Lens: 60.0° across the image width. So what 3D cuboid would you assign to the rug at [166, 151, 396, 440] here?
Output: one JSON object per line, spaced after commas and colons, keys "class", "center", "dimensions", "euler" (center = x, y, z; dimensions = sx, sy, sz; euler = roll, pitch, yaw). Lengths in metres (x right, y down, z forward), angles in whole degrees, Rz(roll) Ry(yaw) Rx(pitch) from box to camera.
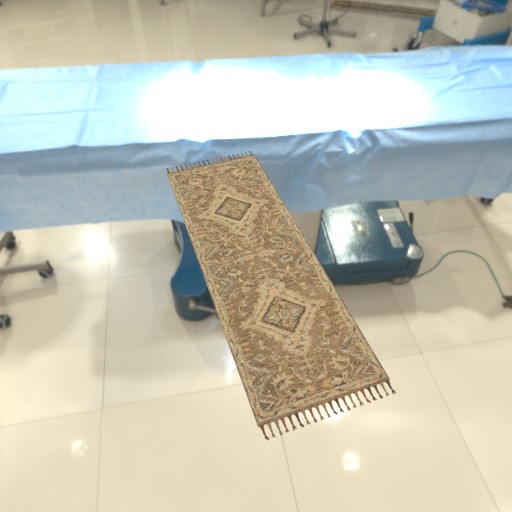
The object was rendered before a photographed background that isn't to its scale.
{"class": "rug", "center": [0.000, 0.000, 2.918], "dimensions": [1.324, 0.018, 2.378], "euler": [-3, 48, -2]}
